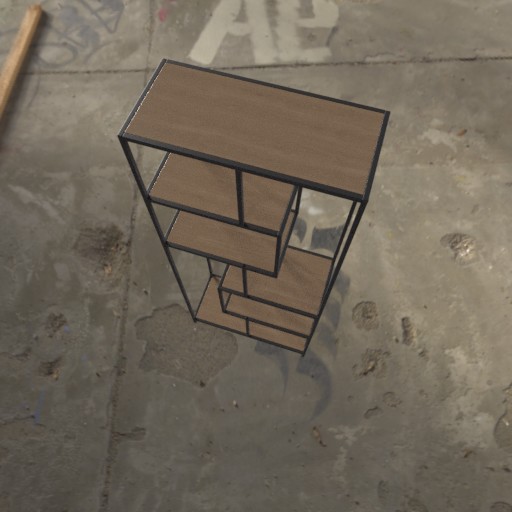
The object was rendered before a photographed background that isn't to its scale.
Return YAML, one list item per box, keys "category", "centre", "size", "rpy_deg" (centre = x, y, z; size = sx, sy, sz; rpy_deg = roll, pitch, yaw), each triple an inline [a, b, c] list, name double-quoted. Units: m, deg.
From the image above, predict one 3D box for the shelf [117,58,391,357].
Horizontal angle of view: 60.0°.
- category: "shelf"
  centre: [0.000, 0.000, 2.187]
  size: [0.770, 1.850, 0.350]
  rpy_deg: [16, 65, 8]
